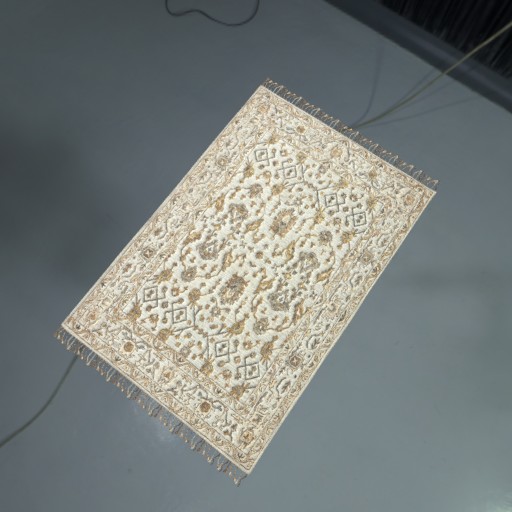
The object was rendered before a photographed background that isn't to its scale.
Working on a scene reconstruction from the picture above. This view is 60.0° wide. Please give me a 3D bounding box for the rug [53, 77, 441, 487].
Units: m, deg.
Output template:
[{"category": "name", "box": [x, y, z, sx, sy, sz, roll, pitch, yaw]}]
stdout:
[{"category": "rug", "box": [0.000, 0.000, 3.013, 1.529, 0.027, 2.434, 35, 77, 9]}]
